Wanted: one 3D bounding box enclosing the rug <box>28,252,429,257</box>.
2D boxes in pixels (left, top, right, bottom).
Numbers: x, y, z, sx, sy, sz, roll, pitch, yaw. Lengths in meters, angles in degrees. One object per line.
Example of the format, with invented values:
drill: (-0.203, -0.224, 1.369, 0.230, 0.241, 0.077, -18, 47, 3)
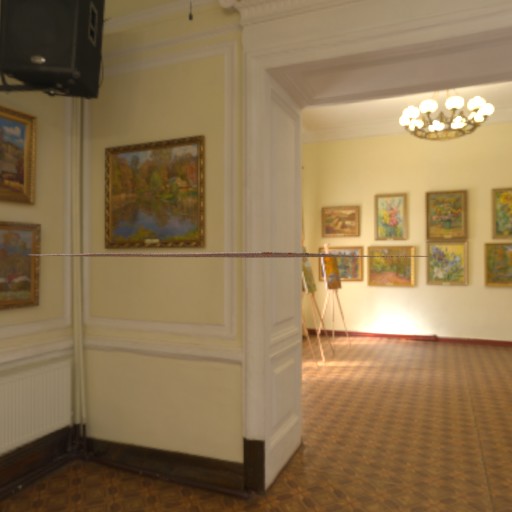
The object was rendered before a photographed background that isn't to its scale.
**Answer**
rug: (0.000, 0.000, 4.046, 2.263, 0.022, 3.029, 0, 0, 36)
